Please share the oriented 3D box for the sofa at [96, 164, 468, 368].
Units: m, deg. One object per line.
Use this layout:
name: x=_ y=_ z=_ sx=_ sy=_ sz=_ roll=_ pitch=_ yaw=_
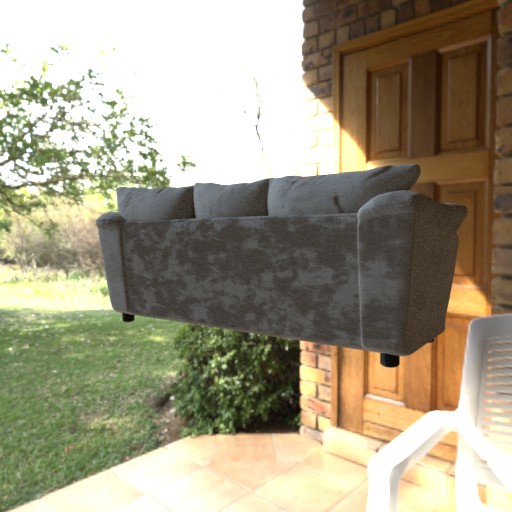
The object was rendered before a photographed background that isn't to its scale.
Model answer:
sofa: x=0.000 y=0.000 z=2.864 sx=2.377 sy=0.981 sz=0.893 roll=2 pitch=3 yaw=36
